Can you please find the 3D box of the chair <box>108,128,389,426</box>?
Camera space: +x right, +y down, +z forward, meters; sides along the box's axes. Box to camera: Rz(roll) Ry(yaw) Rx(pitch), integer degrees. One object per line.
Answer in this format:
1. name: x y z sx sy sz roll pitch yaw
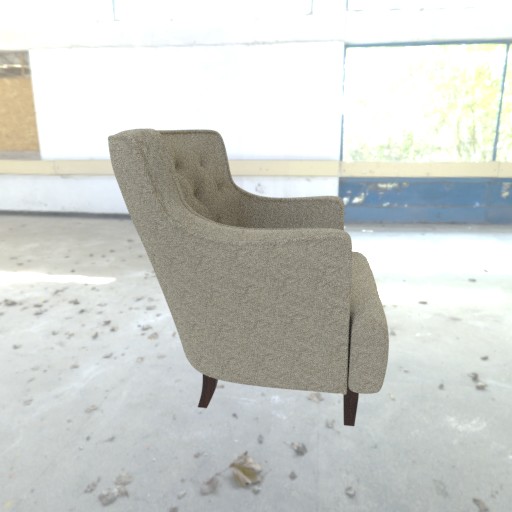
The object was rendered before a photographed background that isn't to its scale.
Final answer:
1. chair: 0.000 0.000 1.687 0.910 0.920 0.820 2 16 9
